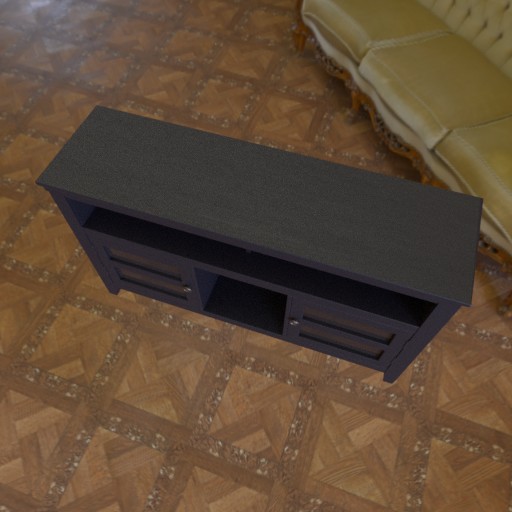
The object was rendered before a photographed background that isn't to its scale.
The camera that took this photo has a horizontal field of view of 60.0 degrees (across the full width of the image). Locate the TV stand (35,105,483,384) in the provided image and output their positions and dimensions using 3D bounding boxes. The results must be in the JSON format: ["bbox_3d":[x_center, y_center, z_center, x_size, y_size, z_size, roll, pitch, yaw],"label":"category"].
[{"bbox_3d":[0.000,0.000,1.514,1.198,0.681,0.347,16,59,10],"label":"TV stand"}]
